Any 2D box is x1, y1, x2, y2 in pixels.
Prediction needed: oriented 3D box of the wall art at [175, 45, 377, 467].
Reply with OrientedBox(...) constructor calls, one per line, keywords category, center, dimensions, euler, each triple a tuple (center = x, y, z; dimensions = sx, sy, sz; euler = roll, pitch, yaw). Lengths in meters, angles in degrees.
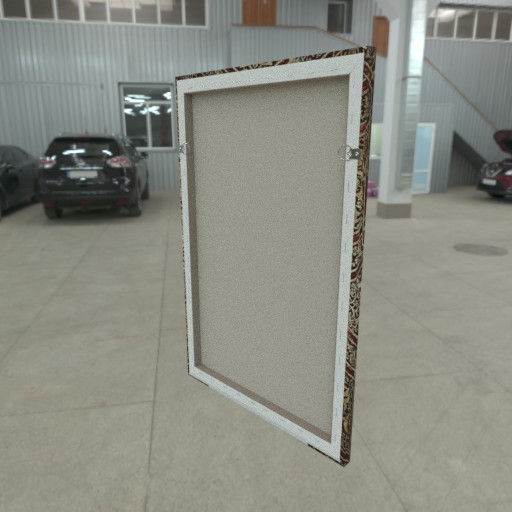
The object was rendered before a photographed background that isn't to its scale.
OrientedBox(category="wall art", center=(0.000, 0.000, 1.130), dimensions=(0.599, 0.904, 0.030), euler=(14, 20, 43))
